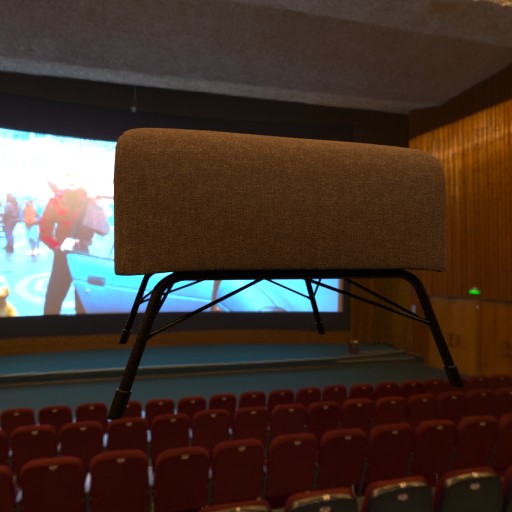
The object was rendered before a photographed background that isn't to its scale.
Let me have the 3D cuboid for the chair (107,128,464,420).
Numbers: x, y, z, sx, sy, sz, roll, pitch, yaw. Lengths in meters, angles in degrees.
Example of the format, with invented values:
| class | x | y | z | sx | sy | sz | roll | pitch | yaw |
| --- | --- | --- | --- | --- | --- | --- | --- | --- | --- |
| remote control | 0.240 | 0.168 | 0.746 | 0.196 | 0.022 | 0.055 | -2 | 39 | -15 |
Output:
| class | x | y | z | sx | sy | sz | roll | pitch | yaw |
| --- | --- | --- | --- | --- | --- | --- | --- | --- | --- |
| chair | 0.000 | 0.000 | 0.872 | 0.530 | 0.410 | 0.530 | 0 | -1 | -16 |
